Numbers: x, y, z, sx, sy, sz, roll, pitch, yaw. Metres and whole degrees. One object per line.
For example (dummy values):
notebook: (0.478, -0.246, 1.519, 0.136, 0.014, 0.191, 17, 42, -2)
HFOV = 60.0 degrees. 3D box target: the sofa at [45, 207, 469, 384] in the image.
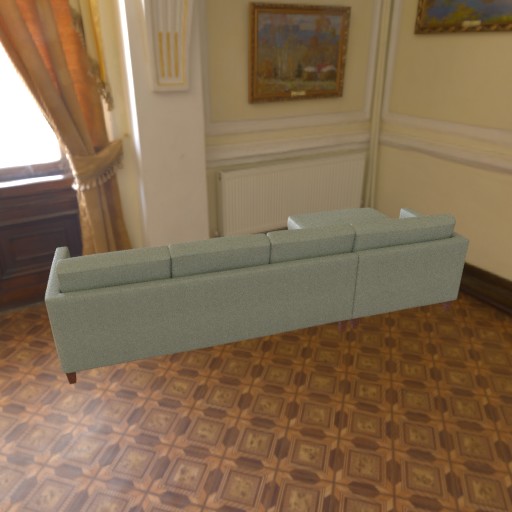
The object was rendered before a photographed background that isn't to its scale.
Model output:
sofa: (0.000, 0.000, 4.198, 3.470, 0.953, 1.600, -8, 26, -16)
